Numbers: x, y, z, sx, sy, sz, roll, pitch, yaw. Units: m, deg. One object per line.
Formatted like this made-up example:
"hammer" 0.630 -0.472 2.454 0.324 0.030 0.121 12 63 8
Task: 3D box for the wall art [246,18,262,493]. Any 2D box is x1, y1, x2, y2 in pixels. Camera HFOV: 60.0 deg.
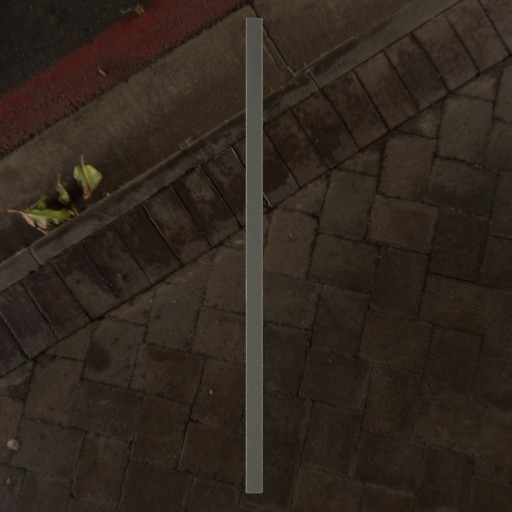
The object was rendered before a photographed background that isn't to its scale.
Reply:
"wall art" 0.000 0.000 0.778 0.021 0.410 0.615 0 89 1
